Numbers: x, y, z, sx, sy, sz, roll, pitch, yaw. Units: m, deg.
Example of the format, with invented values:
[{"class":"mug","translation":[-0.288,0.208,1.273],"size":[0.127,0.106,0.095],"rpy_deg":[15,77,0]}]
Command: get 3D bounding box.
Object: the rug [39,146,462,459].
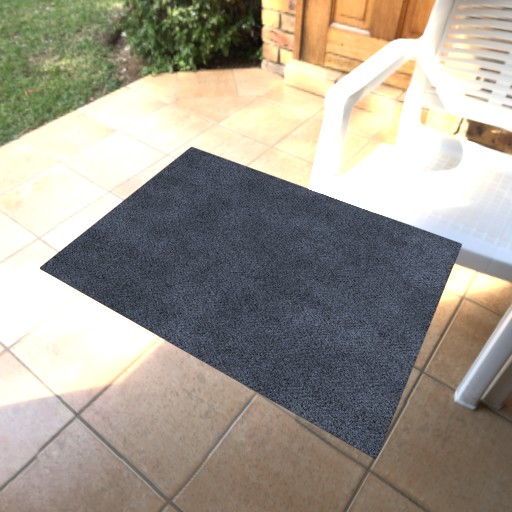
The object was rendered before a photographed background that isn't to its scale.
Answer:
[{"class":"rug","translation":[0.000,0.000,2.868],"size":[2.235,0.008,1.600],"rpy_deg":[24,51,21]}]
